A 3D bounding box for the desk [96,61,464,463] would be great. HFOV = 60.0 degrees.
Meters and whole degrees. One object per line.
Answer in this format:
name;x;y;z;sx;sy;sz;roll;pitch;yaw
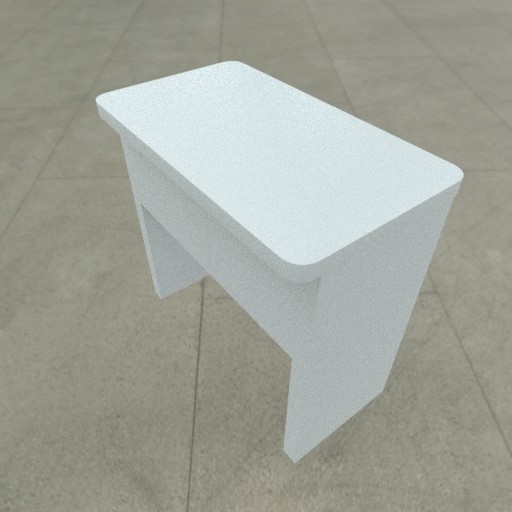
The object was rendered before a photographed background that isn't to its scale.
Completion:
desk;0.000;0.000;1.241;0.446;0.760;0.790;-27;49;-27
